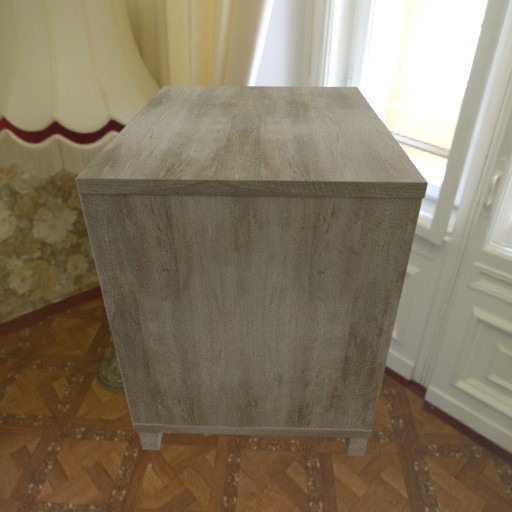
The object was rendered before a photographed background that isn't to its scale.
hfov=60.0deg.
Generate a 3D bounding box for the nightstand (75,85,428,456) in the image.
[{"bbox_3d":[0.000,0.000,0.733,0.347,0.448,0.427,1,33,1],"label":"nightstand"}]
